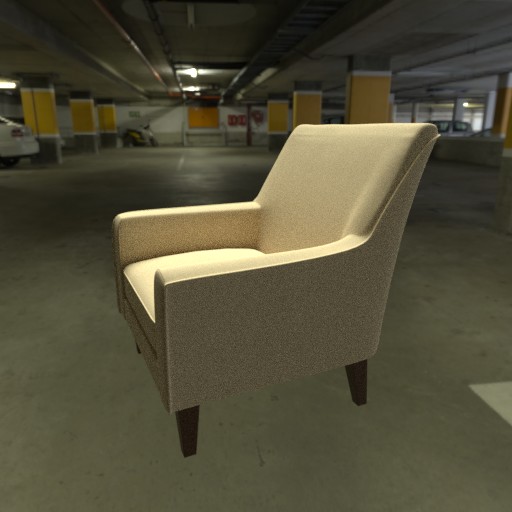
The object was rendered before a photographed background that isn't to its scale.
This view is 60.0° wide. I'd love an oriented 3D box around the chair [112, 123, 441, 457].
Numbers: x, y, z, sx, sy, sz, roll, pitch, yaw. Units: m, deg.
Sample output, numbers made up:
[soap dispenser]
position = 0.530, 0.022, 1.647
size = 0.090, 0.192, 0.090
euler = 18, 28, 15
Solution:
[chair]
position = 0.000, 0.000, 1.604
size = 0.899, 0.919, 0.780
euler = -8, 18, -24
